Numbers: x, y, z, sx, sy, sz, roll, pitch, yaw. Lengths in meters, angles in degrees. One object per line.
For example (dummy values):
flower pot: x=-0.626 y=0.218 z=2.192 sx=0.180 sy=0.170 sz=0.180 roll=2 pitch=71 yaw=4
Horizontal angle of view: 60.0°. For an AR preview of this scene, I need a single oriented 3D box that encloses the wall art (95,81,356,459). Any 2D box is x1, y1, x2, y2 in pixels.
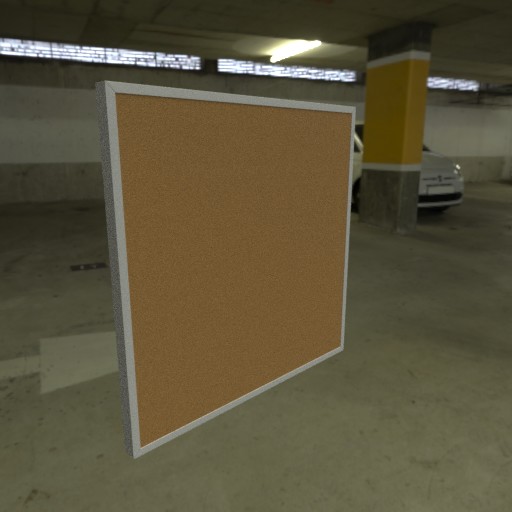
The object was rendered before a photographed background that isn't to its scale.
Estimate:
wall art: x=0.000 y=0.000 z=1.128 sx=0.762 sy=0.762 sz=0.038 roll=-13 pitch=19 yaw=-42
